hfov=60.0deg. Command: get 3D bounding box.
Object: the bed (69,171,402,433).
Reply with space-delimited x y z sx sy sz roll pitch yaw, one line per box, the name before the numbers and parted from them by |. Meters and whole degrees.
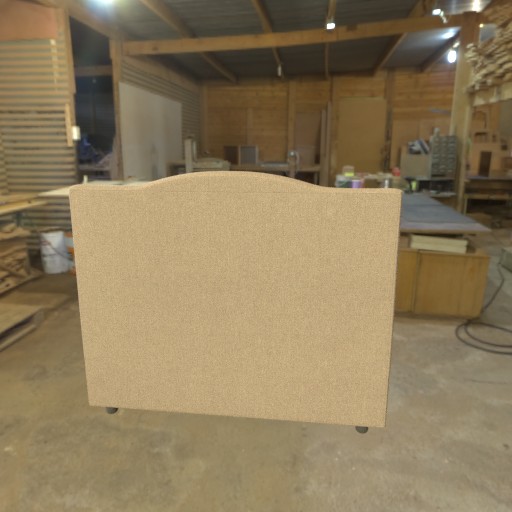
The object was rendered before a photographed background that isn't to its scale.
bed | 0.000 0.000 3.452 1.821 1.436 2.282 2 15 7
